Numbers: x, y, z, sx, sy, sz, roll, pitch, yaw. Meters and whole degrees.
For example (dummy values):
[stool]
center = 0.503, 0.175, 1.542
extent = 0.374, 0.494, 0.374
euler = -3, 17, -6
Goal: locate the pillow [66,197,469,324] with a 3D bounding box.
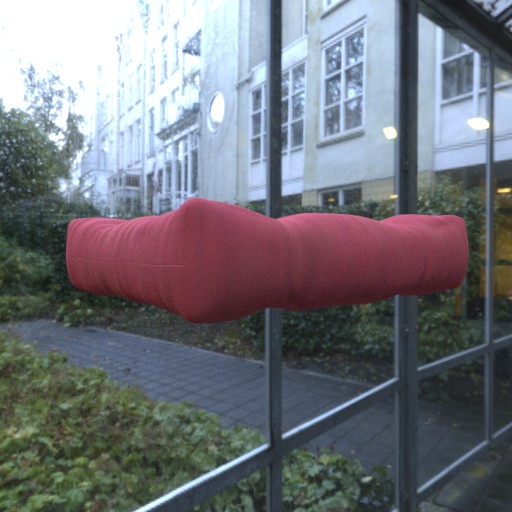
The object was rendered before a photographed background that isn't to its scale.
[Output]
[pillow]
center = 0.000, 0.000, 0.710
extent = 0.490, 0.128, 0.468
euler = -1, 1, -36
